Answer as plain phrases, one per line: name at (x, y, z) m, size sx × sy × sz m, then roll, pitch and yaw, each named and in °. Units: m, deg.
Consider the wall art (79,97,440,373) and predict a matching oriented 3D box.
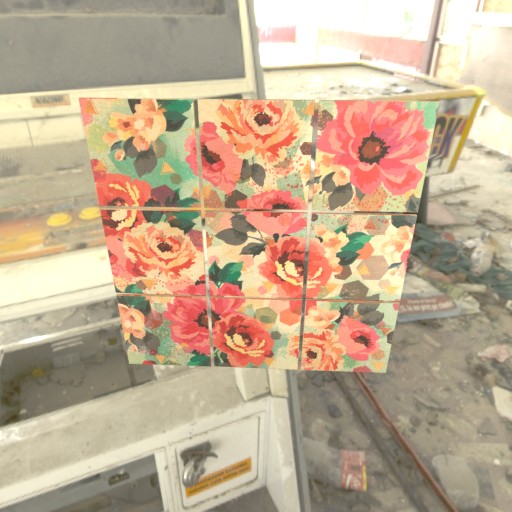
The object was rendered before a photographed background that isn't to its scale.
wall art at (0.000, 0.000, 1.800) m, size 1.216 × 1.220 × 0.013 m, roll 1°, pitch 30°, yaw 2°
